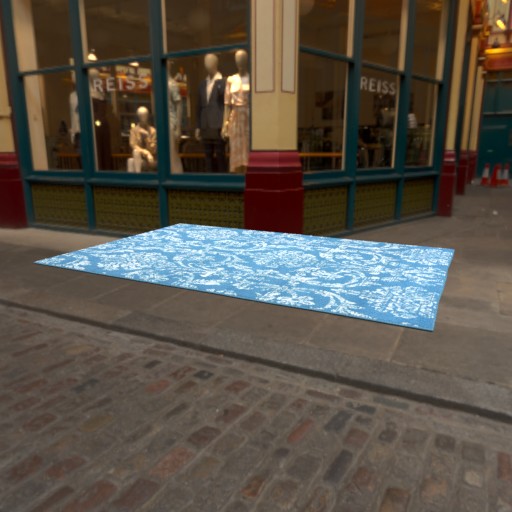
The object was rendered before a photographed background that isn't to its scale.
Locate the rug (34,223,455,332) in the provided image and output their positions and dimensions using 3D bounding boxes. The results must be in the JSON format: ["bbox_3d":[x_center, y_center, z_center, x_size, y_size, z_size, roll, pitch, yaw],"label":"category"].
[{"bbox_3d":[0.000,0.000,2.299,1.833,0.012,1.211,7,16,26],"label":"rug"}]
